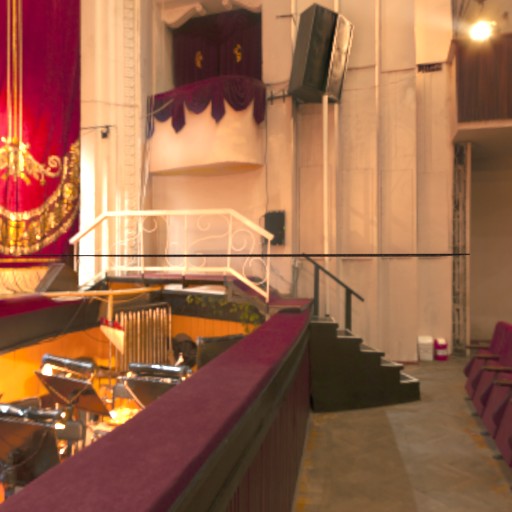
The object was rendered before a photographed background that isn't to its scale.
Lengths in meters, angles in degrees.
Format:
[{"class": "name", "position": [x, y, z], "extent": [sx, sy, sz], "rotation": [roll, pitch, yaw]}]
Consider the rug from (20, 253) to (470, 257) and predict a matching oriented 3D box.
[{"class": "rug", "position": [0.000, 0.000, 2.264], "extent": [1.819, 0.005, 1.200], "rotation": [0, 0, 17]}]
